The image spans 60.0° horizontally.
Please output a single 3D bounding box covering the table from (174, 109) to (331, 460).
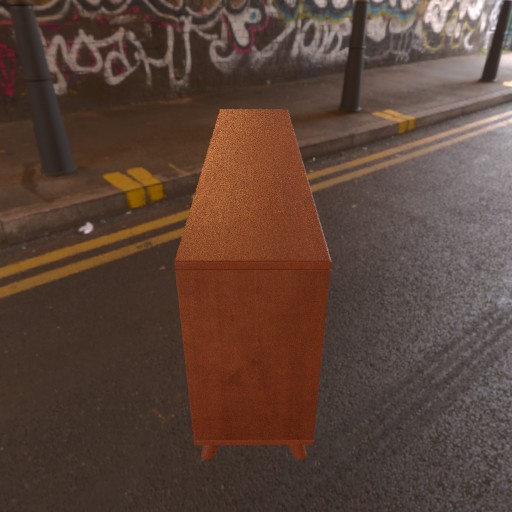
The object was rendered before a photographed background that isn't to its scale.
[{"bbox_3d":[0.000,0.000,1.492,0.308,0.698,1.220,0,31,0],"label":"table"}]
